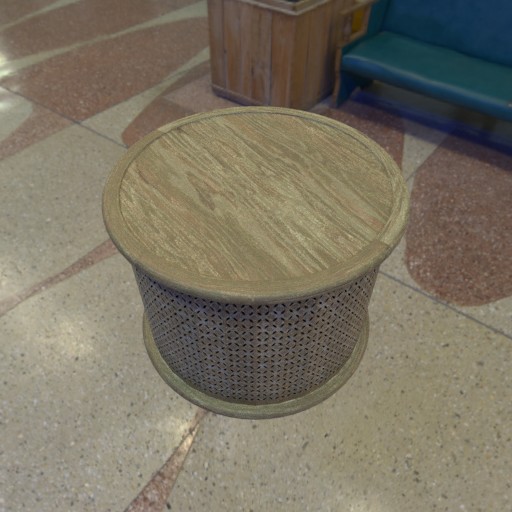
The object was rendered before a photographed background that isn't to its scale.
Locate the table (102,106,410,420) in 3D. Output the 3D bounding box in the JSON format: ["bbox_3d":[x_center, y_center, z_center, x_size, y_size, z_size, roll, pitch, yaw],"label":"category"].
[{"bbox_3d":[0.000,0.000,1.050,0.607,0.450,0.607,0,46,0],"label":"table"}]
